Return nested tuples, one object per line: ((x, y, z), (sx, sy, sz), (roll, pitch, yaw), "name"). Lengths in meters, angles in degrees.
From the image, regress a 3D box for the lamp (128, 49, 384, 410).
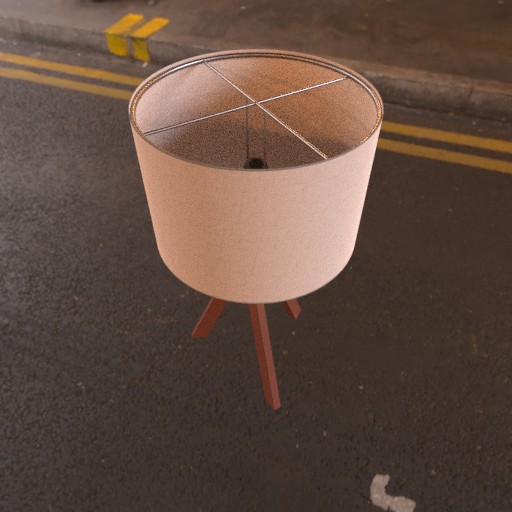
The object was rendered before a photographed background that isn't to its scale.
((0.000, 0.000, 0.916), (0.380, 0.686, 0.380), (-23, 50, -21), "lamp")
